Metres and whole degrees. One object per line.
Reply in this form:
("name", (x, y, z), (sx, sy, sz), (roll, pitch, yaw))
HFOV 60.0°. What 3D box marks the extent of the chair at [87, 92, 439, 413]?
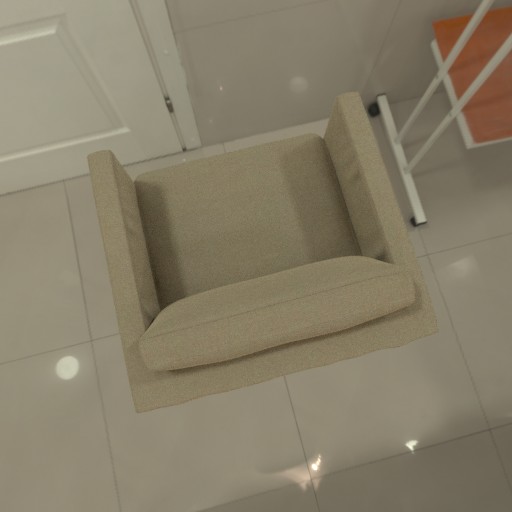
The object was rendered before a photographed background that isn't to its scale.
("chair", (0.000, 0.000, 1.774), (1.057, 0.863, 0.949), (-14, 77, -3))
